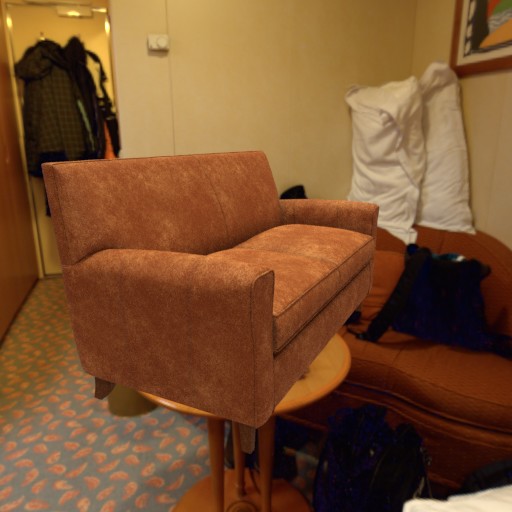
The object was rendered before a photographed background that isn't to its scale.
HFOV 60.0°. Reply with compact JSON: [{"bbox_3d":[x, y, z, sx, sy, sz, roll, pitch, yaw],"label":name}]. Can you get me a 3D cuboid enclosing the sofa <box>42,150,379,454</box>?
[{"bbox_3d":[0.000,0.000,1.973,0.787,0.871,1.473,8,17,27],"label":"sofa"}]
